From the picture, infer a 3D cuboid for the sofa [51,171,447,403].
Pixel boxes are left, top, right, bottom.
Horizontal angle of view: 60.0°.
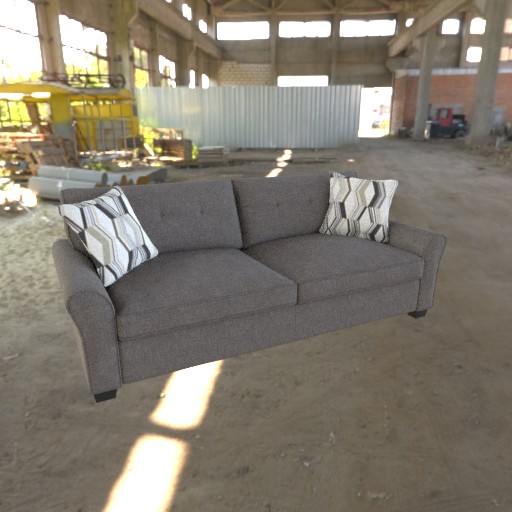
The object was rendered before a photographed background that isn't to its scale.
[{"bbox_3d":[0.000,0.000,2.479,2.032,0.813,0.889,-8,19,-26],"label":"sofa"}]
